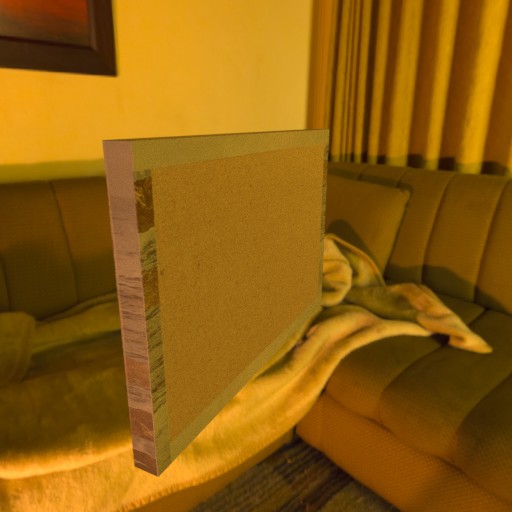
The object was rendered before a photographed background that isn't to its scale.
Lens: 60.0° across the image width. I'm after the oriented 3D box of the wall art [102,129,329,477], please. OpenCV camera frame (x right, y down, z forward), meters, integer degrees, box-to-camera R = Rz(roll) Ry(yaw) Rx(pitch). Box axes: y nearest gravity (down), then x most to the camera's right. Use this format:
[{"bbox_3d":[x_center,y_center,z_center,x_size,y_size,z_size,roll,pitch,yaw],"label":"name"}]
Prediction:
[{"bbox_3d":[0.000,0.000,0.759,0.041,0.407,0.606,9,19,26],"label":"wall art"}]
